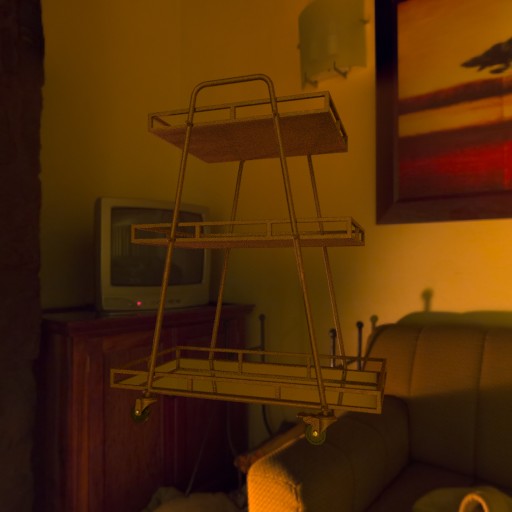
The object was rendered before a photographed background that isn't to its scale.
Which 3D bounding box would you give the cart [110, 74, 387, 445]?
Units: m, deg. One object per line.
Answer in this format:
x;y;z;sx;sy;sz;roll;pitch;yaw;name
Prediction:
0.000;0.000;1.287;0.711;0.883;0.441;-1;-2;18;cart
